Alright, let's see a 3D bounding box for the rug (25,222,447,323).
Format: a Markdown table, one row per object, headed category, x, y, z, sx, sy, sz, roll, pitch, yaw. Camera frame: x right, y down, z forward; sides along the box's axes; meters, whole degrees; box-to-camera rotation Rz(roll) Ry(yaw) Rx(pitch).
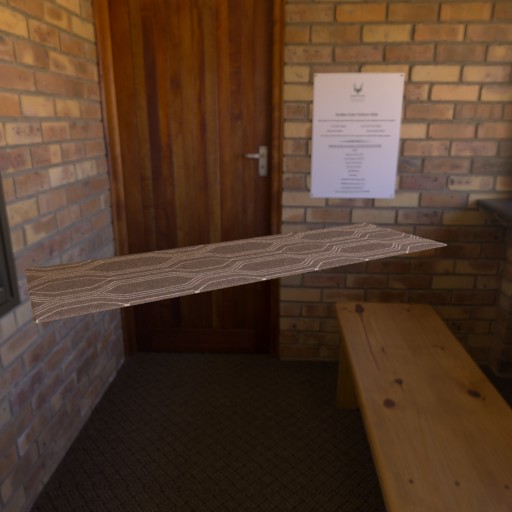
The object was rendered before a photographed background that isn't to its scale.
| category | x | y | z | sx | sy | sz | roll | pitch | yaw |
| --- | --- | --- | --- | --- | --- | --- | --- | --- | --- |
| rug | 0.000 | 0.000 | 2.675 | 2.464 | 0.012 | 0.773 | -9 | 19 | -28 |
